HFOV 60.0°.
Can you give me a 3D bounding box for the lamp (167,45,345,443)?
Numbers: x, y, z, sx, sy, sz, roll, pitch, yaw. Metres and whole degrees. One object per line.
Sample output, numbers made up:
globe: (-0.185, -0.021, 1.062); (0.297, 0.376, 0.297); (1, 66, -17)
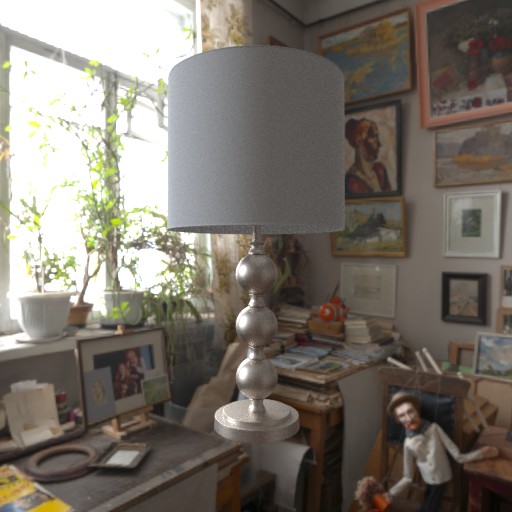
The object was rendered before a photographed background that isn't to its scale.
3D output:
lamp: (0.000, 0.000, 0.702); (0.277, 0.538, 0.277); (0, 0, -1)
